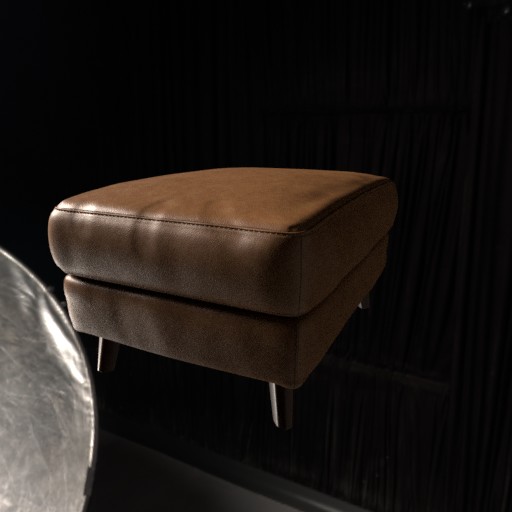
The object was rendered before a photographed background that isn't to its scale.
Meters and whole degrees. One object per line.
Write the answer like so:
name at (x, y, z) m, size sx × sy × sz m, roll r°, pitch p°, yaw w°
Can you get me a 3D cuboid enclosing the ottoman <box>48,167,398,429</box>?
ottoman at (0.000, 0.000, 1.218) m, size 0.630 × 0.461 × 0.869 m, roll 8°, pitch 18°, yaw 25°
